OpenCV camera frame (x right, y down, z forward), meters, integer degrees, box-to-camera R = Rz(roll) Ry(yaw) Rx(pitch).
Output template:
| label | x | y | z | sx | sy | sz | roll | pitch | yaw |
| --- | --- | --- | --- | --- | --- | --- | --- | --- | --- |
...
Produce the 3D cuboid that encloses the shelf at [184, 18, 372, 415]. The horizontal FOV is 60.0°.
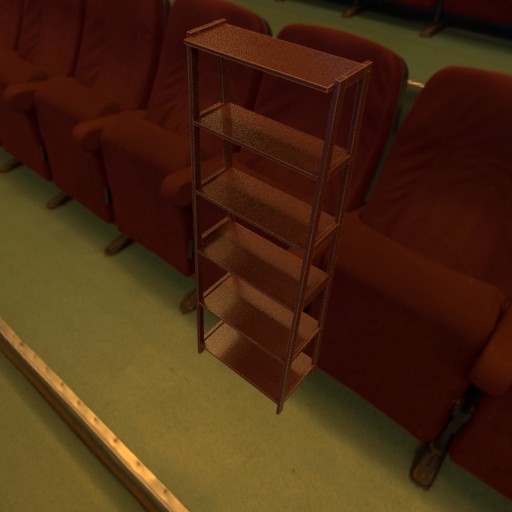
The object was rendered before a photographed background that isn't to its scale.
| label | x | y | z | sx | sy | sz | roll | pitch | yaw |
| --- | --- | --- | --- | --- | --- | --- | --- | --- | --- |
| shelf | 0.000 | 0.000 | 2.136 | 0.660 | 1.892 | 0.381 | 31 | 53 | 27 |
